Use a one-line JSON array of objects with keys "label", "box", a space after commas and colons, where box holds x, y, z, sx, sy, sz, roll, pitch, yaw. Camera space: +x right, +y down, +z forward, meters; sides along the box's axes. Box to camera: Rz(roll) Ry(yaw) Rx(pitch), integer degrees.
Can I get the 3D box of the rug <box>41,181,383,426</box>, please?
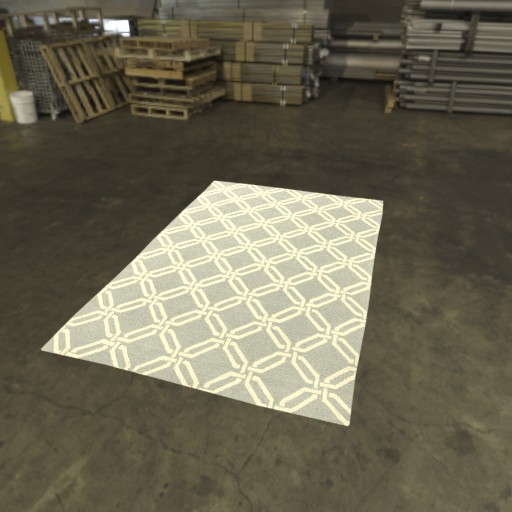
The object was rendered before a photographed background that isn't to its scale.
[{"label": "rug", "box": [0.000, 0.000, 2.213, 1.148, 0.010, 1.754, 9, 33, 15]}]
